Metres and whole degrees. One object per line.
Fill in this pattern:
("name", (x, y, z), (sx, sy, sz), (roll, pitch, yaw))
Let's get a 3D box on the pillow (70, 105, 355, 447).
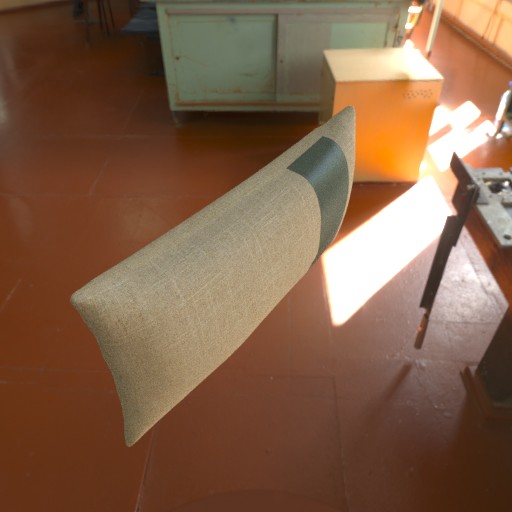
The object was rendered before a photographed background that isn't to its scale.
("pillow", (0.000, 0.000, 1.011), (0.197, 0.429, 0.859), (25, 47, 27))
